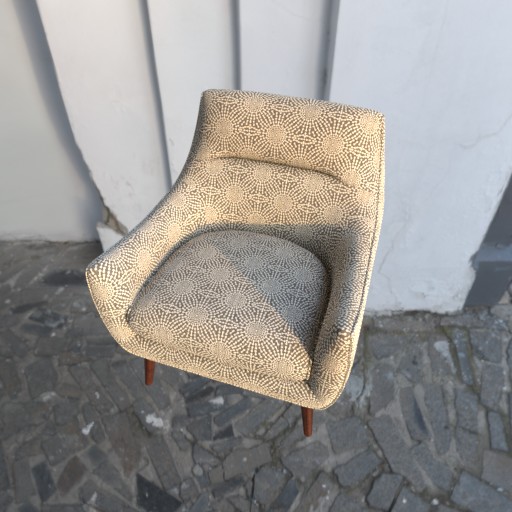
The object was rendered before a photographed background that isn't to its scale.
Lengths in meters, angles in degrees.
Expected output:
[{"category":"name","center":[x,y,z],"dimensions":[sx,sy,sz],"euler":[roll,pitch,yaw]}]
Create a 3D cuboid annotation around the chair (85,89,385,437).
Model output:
[{"category":"chair","center":[0.000,0.000,1.494],"dimensions":[0.762,0.838,0.787],"euler":[13,43,14]}]
